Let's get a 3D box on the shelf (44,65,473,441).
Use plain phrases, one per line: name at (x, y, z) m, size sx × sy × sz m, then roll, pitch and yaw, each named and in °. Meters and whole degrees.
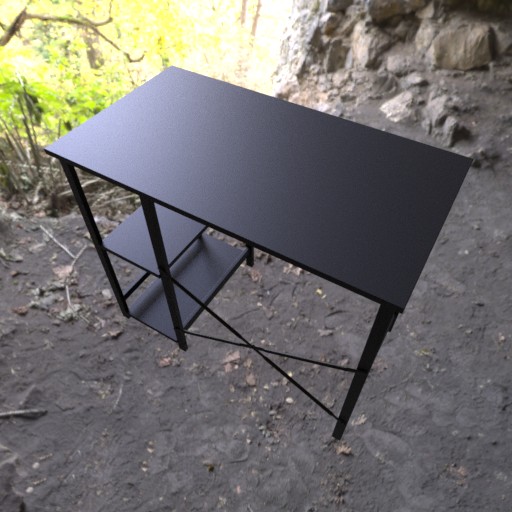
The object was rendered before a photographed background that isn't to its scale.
shelf at (0.000, 0.000, 1.344) m, size 0.902 × 0.749 × 0.498 m, roll 25°, pitch 54°, yaw 20°
